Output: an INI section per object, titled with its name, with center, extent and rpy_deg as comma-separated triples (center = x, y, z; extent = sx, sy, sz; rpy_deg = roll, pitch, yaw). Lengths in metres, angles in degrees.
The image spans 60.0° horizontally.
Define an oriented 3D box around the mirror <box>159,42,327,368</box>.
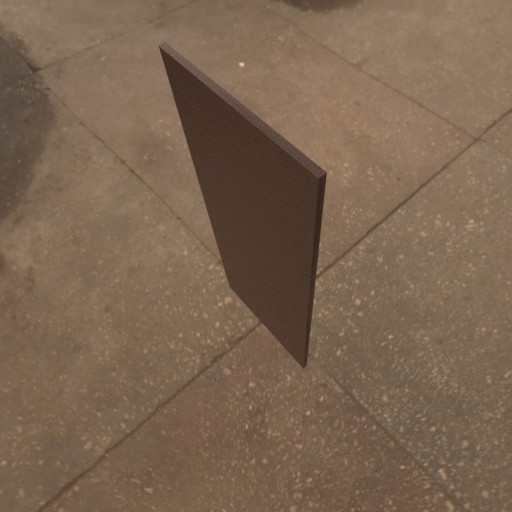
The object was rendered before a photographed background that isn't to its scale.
[mirror]
center = 0.000, 0.000, 2.289
extent = 0.221, 2.020, 0.812
rpy_deg = -35, 64, -20
